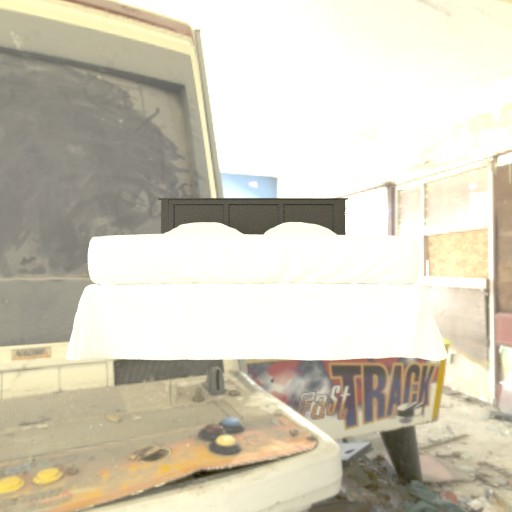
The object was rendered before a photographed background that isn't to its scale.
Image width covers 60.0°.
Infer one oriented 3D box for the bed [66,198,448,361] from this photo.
[{"bbox_3d":[0.000,0.000,3.584,2.315,1.271,2.219,0,-1,0],"label":"bed"}]
